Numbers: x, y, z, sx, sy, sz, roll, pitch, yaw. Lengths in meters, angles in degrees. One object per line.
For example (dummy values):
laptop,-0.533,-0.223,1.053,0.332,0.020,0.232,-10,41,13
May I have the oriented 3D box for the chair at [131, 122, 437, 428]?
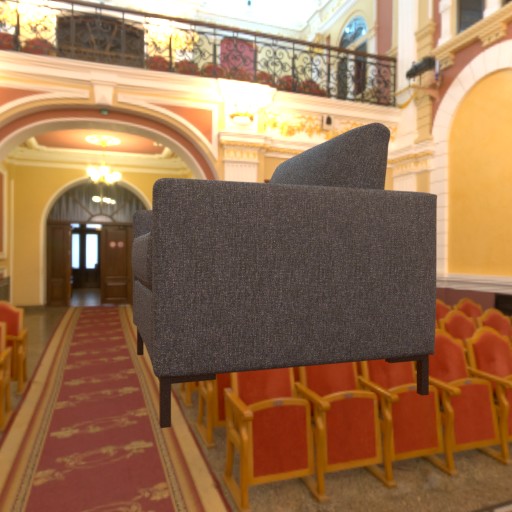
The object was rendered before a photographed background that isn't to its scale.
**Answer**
chair,0.000,0.000,1.651,0.866,0.861,0.963,0,0,-19
